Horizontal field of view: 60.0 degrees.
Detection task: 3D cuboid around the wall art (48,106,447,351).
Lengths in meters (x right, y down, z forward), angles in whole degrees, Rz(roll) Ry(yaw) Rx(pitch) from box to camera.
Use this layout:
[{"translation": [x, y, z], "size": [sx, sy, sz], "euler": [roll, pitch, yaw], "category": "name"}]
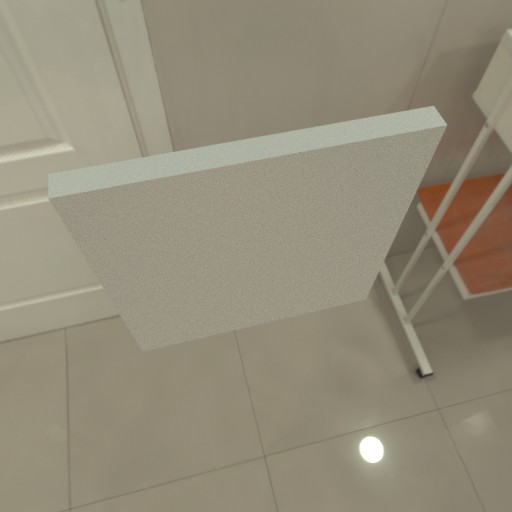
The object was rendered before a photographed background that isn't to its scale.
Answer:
[{"translation": [0.000, 0.000, 0.540], "size": [0.355, 0.355, 0.027], "euler": [-12, 59, -7], "category": "wall art"}]
